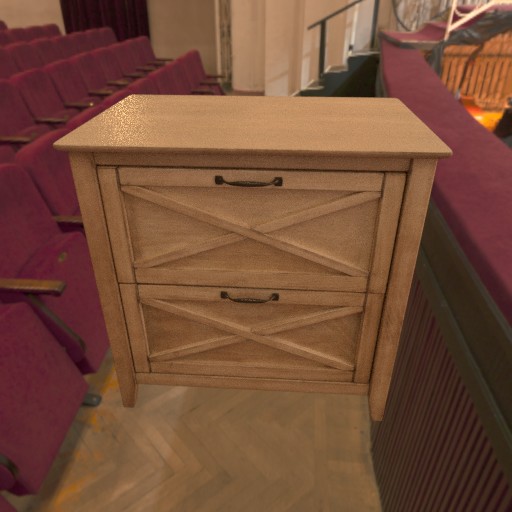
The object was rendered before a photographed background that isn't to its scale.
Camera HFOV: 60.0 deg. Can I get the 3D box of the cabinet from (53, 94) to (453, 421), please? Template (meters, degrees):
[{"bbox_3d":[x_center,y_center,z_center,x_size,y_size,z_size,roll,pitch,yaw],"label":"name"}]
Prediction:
[{"bbox_3d":[0.000,0.000,1.240,0.763,0.762,0.503,2,31,3],"label":"cabinet"}]
